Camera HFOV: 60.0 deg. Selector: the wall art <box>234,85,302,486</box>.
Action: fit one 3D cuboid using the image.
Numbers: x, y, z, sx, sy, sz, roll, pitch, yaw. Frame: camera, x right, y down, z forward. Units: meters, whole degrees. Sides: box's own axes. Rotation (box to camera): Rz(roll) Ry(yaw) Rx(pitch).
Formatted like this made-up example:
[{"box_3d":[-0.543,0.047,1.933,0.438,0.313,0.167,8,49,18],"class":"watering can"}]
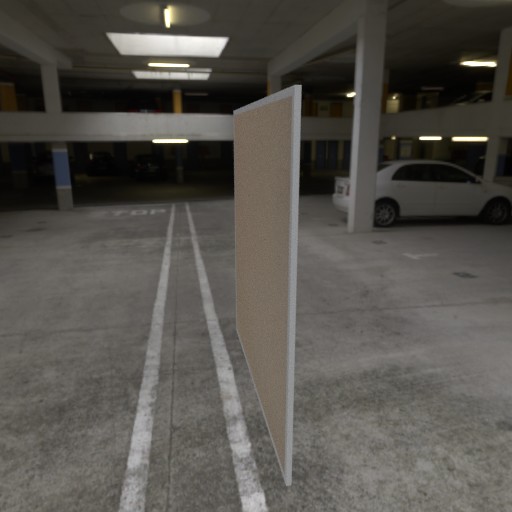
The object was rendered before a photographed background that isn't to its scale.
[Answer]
[{"box_3d":[0.000,0.000,0.695,0.007,0.456,0.456,-3,15,-10],"class":"wall art"}]
